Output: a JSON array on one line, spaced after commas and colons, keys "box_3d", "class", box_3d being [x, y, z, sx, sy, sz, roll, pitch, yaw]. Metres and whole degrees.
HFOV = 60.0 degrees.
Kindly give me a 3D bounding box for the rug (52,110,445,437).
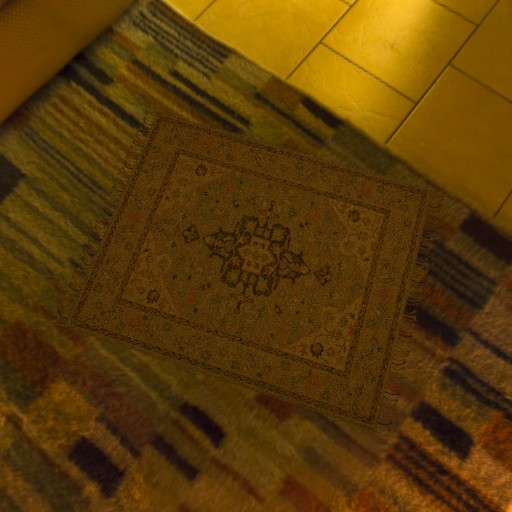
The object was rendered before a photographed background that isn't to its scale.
[{"box_3d": [0.000, 0.000, 3.513, 2.651, 0.010, 1.971, 17, 75, 5], "class": "rug"}]
